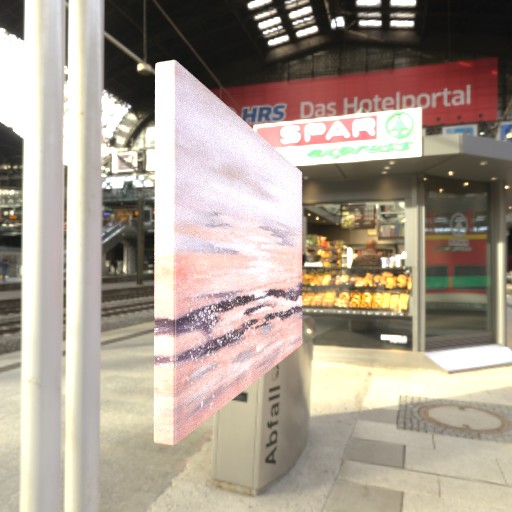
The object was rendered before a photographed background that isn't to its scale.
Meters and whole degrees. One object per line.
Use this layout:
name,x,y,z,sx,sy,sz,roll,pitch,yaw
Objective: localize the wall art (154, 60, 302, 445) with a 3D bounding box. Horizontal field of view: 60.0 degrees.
wall art,0.000,0.000,1.135,0.038,0.609,0.913,0,-1,19
